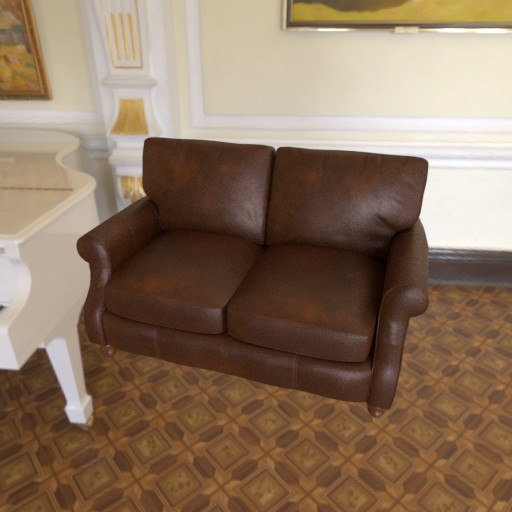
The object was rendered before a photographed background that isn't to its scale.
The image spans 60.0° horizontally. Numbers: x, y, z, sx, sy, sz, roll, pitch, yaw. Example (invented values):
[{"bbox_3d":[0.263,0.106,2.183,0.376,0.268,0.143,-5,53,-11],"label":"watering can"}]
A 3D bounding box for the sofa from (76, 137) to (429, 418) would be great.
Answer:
[{"bbox_3d":[0.000,0.000,2.227,1.616,0.976,0.990,8,28,16],"label":"sofa"}]
